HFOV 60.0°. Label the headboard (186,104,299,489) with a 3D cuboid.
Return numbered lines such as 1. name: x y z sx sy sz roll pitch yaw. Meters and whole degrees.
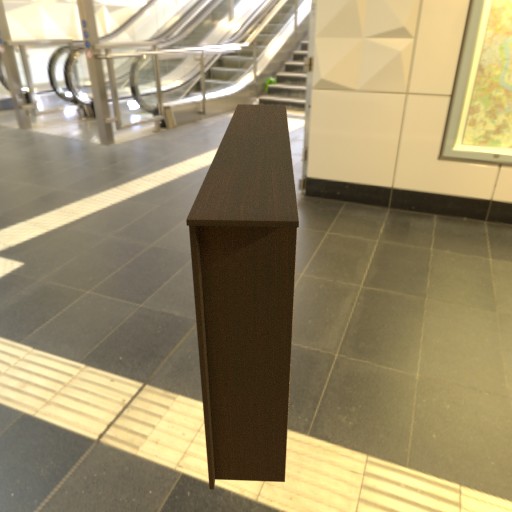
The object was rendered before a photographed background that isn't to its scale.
1. headboard: 0.000 0.000 2.084 0.279 1.092 1.671 1 28 2
